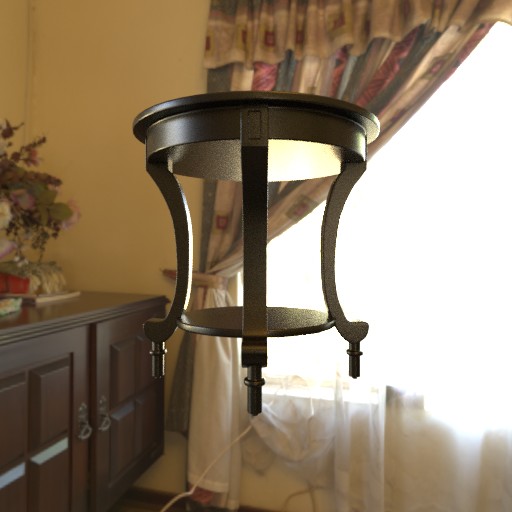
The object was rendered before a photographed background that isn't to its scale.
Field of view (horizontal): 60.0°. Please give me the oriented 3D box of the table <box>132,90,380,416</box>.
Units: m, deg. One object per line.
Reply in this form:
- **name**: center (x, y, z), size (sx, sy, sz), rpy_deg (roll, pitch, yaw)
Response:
- **table**: center (0.000, 0.000, 1.116), size (0.597, 0.618, 0.597), rpy_deg (0, 1, 0)
